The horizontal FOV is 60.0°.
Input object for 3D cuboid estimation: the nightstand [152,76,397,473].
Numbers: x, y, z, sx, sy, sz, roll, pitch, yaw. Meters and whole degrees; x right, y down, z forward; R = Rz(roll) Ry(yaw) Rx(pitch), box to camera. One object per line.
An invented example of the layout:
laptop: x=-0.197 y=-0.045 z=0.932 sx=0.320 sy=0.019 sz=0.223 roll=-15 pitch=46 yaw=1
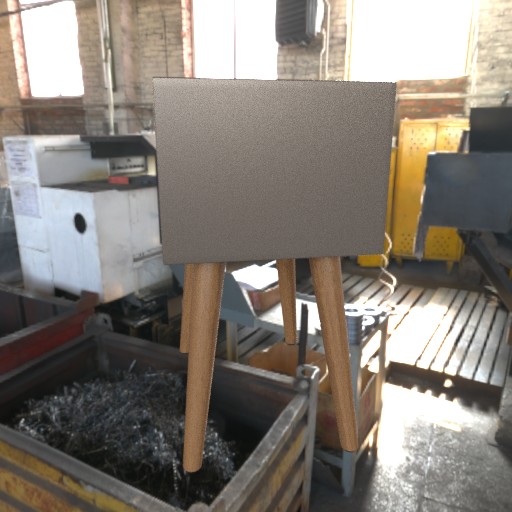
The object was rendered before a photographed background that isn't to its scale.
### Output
nightstand: x=0.000 y=0.000 z=0.734 sx=0.288 sy=0.508 sz=0.370 roll=-3 pitch=16 yaw=-10
